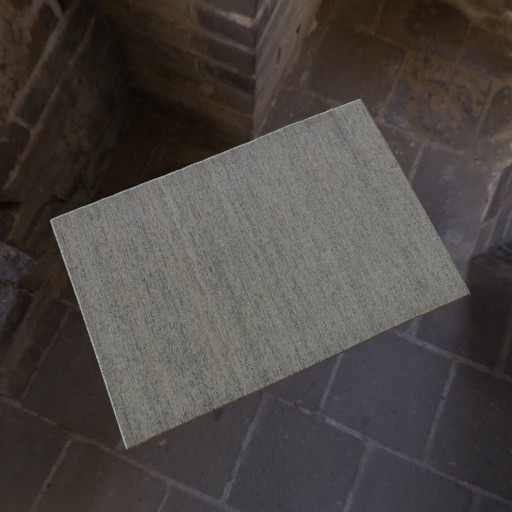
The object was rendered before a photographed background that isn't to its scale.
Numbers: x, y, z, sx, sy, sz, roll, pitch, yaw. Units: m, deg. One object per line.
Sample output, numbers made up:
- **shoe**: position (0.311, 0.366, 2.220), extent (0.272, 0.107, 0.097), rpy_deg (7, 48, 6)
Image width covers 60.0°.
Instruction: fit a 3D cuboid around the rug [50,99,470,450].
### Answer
- **rug**: position (0.000, 0.000, 2.818), extent (2.263, 0.017, 1.523), rpy_deg (-23, 77, -6)
